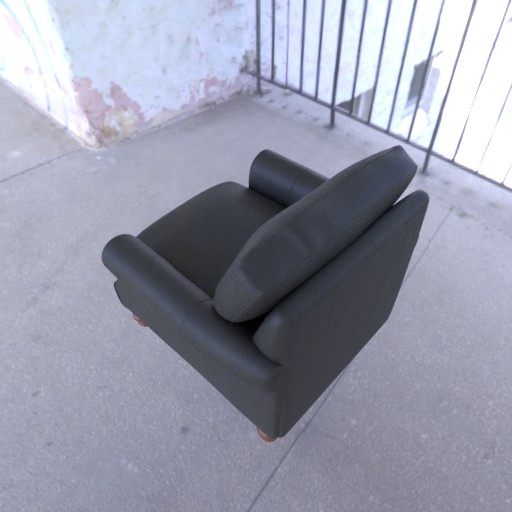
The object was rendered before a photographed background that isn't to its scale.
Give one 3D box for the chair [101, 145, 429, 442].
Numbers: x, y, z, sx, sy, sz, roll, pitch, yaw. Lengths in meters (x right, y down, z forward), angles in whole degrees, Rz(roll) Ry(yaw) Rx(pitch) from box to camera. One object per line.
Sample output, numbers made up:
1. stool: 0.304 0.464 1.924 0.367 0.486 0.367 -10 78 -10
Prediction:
1. chair: 0.000 0.000 1.805 1.015 0.960 1.027 -32 54 -28
